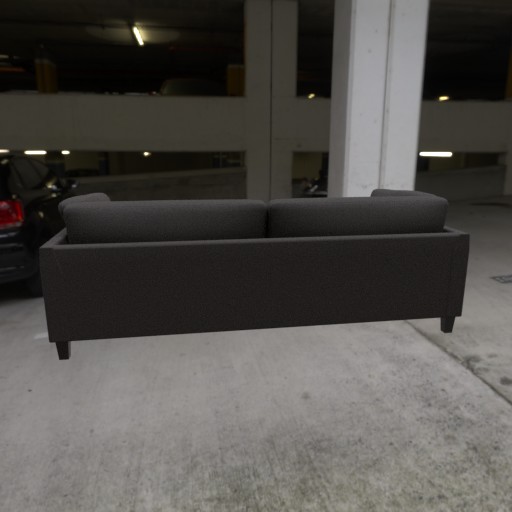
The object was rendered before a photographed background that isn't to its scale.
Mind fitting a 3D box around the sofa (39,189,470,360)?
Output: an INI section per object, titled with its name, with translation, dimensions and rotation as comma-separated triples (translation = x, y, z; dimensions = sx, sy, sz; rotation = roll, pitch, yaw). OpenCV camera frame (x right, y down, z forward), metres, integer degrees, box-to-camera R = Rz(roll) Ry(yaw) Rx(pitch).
[sofa]
translation = 0.000, 0.000, 2.779
dimensions = 2.312, 0.792, 0.969
rotation = -2, 14, -9
